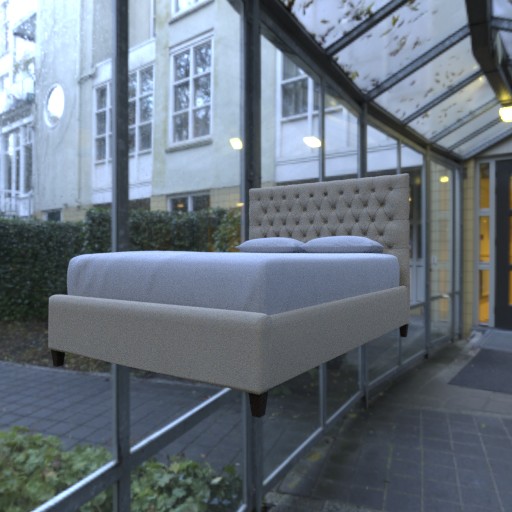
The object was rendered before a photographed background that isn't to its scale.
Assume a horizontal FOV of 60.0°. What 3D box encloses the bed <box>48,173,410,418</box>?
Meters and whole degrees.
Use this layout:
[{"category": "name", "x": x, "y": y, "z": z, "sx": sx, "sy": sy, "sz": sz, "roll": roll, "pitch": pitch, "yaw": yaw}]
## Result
[{"category": "bed", "x": 0.000, "y": 0.000, "z": 3.394, "sx": 1.698, "sy": 1.427, "sz": 2.387, "roll": 0, "pitch": 1, "yaw": 34}]
